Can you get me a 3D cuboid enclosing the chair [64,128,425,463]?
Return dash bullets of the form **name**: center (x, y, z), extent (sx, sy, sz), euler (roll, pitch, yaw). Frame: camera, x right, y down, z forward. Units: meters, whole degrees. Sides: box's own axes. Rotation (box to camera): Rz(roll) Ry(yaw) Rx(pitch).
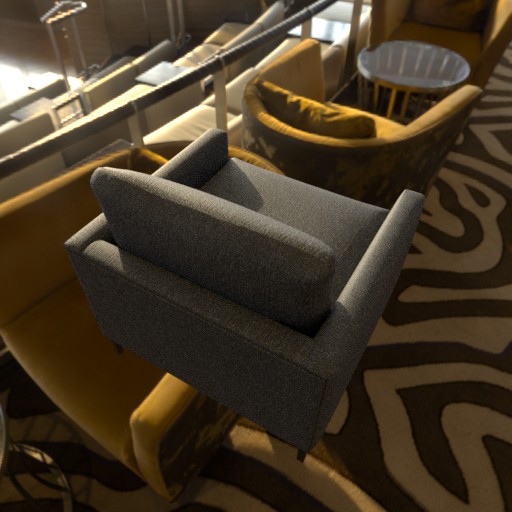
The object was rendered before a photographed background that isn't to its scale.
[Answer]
- **chair**: center (0.000, 0.000, 1.637), extent (0.963, 0.861, 0.866), euler (23, 50, 21)
